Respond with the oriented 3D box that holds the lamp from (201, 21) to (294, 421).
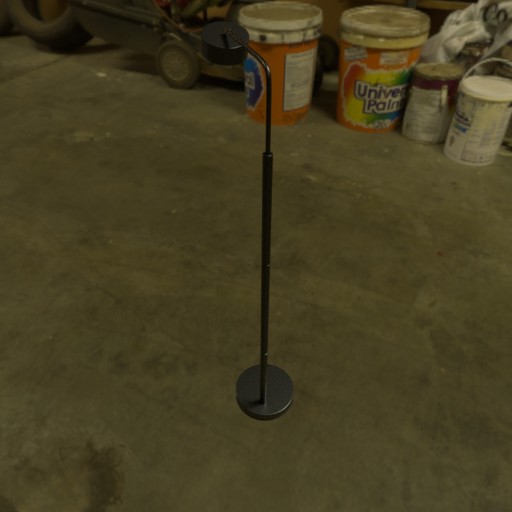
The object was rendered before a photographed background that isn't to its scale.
[{"bbox_3d":[0.000,0.000,1.361,0.219,1.230,0.418,-13,42,-14],"label":"lamp"}]
